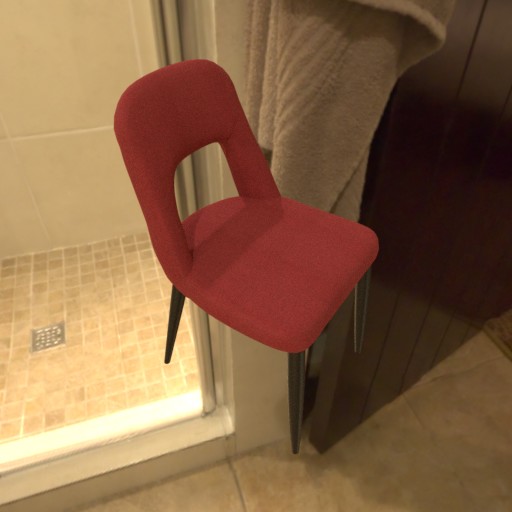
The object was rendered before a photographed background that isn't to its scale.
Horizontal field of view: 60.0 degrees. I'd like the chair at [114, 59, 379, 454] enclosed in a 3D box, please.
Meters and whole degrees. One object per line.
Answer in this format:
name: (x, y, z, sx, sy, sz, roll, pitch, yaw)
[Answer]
chair: (0.000, 0.000, 1.200, 0.569, 0.892, 0.483, 24, 46, 26)
